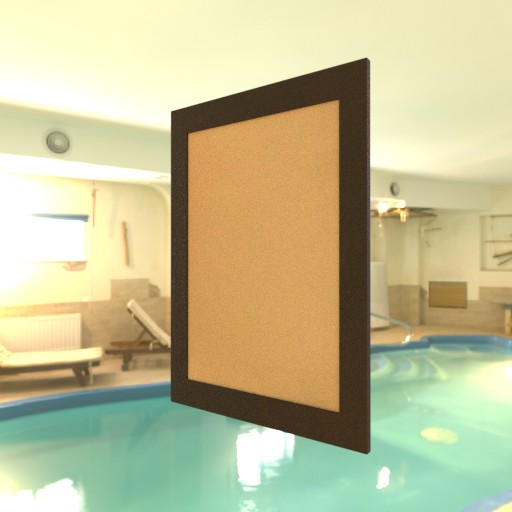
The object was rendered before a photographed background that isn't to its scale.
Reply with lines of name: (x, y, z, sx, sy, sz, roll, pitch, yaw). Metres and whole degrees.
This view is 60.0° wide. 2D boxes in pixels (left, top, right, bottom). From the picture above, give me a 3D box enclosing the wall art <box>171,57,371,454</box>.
wall art: (0.000, 0.000, 0.676, 0.359, 0.508, 0.013, 0, 0, 36)
